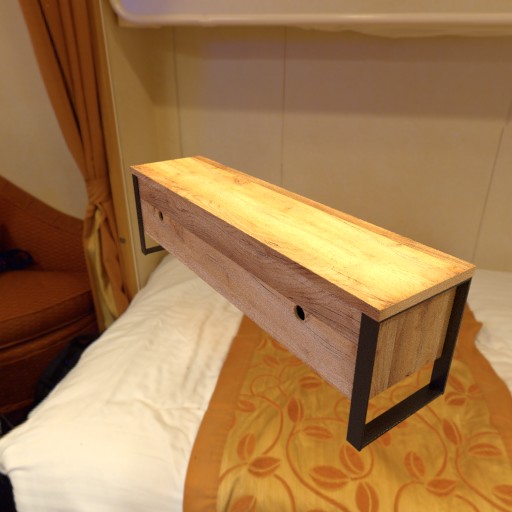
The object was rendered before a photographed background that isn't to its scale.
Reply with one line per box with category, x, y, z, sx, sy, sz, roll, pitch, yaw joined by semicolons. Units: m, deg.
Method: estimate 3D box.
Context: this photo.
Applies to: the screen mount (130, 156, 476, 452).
screen mount;0.000;0.000;1.744;0.395;0.450;1.524;-17;31;-31
